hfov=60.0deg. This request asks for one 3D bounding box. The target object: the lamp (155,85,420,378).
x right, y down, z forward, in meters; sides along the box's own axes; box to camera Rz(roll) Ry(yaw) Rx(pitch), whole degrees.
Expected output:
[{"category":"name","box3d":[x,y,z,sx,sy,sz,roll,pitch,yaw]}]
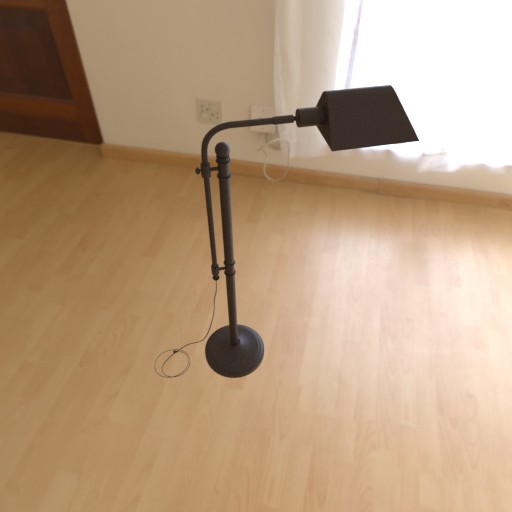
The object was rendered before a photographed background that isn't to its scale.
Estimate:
[{"category":"lamp","box3d":[0.000,0.000,0.955,0.545,0.708,0.159,-9,46,-8]}]
